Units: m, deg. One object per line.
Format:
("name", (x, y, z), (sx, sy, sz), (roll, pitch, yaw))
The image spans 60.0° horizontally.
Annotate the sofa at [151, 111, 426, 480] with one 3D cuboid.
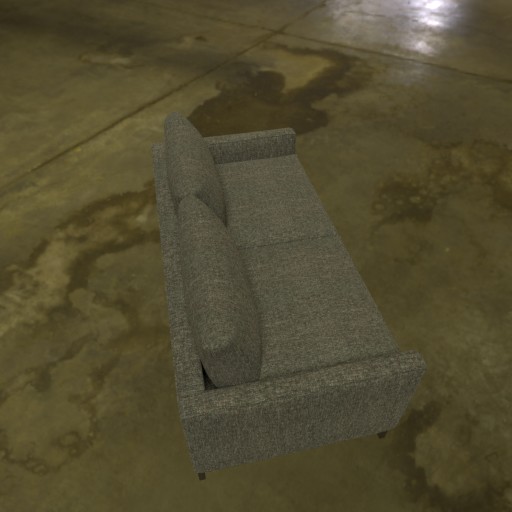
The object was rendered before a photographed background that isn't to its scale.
("sofa", (0.000, 0.000, 2.161), (0.866, 0.862, 1.716), (-9, 45, -9))
